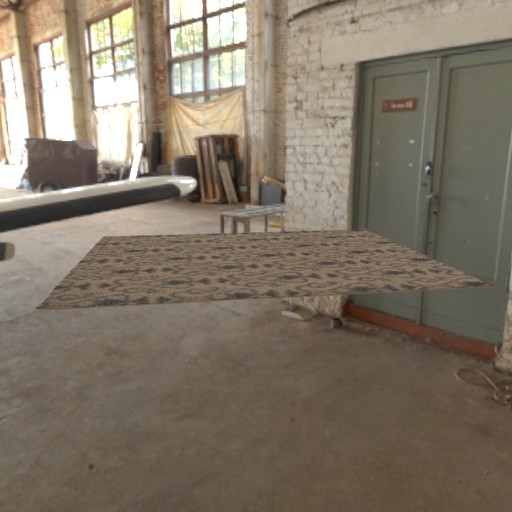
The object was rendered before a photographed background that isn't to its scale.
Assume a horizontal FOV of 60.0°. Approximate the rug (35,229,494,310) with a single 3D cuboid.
[{"bbox_3d":[0.000,0.000,4.192,3.205,0.015,2.437,-2,14,-9],"label":"rug"}]
